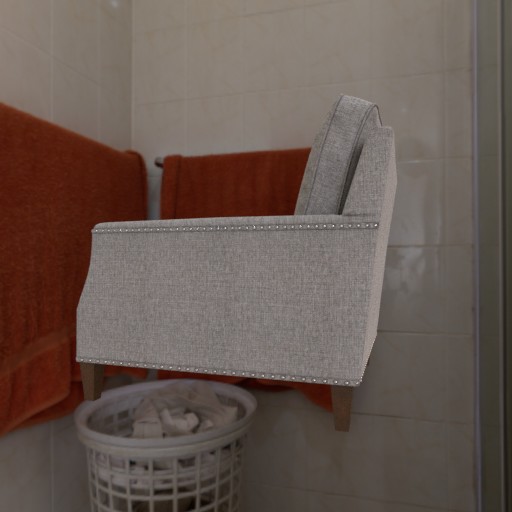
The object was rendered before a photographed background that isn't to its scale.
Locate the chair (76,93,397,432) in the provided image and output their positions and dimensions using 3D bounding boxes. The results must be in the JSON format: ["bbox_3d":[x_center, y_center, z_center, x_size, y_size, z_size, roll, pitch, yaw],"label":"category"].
[{"bbox_3d":[0.000,0.000,1.684,1.014,0.943,0.853,0,0,18],"label":"chair"}]
